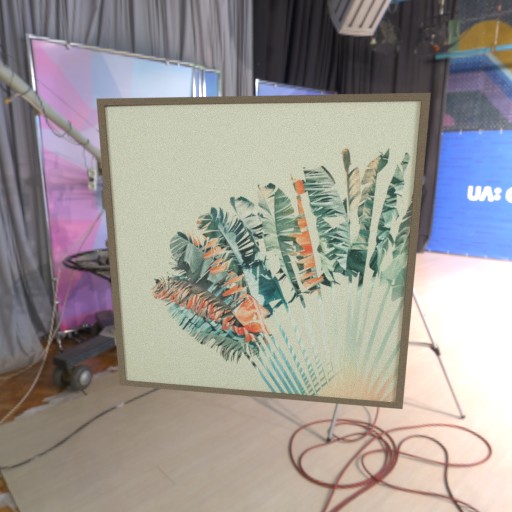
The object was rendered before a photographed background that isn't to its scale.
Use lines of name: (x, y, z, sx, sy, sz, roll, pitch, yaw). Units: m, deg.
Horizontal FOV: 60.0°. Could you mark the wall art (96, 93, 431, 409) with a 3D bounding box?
wall art: (0.000, 0.000, 0.747, 0.508, 0.506, 0.038, 2, 14, 9)
